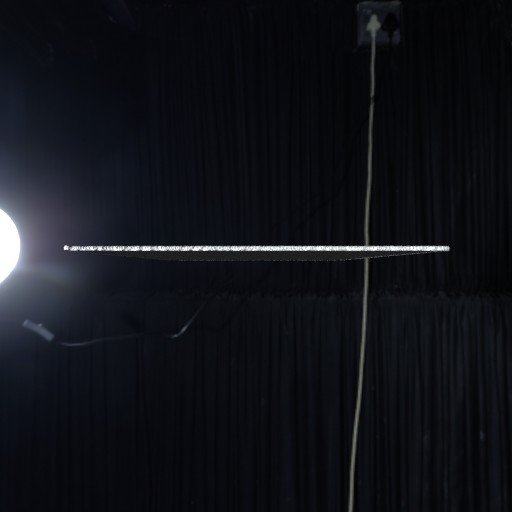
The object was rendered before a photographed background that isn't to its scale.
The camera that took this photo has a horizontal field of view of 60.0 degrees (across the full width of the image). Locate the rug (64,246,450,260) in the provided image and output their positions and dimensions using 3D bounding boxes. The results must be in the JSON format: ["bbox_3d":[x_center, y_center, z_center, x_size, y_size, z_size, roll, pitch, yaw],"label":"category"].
[{"bbox_3d":[0.000,0.000,2.304,1.224,0.016,1.832,0,-2,0],"label":"rug"}]
